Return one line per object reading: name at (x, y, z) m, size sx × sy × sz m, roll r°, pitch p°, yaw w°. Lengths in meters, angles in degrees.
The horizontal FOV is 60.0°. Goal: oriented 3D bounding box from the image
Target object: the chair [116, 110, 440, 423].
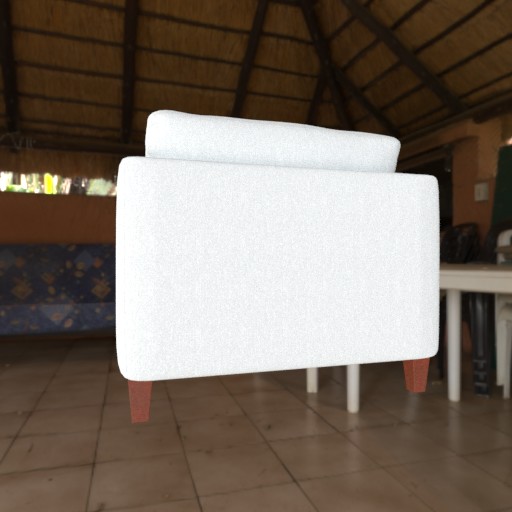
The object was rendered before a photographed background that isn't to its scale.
chair at (0.000, 0.000, 1.839) m, size 1.107 × 0.961 × 0.953 m, roll 0°, pitch 0°, yaw -17°
